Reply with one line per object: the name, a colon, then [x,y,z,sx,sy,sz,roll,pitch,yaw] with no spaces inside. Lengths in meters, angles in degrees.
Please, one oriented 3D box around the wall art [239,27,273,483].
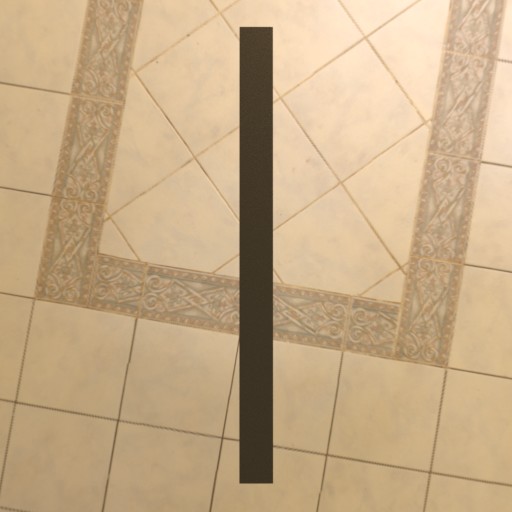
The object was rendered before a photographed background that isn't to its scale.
wall art: [0.000,0.000,0.530,0.028,0.321,0.381,0,89,0]
